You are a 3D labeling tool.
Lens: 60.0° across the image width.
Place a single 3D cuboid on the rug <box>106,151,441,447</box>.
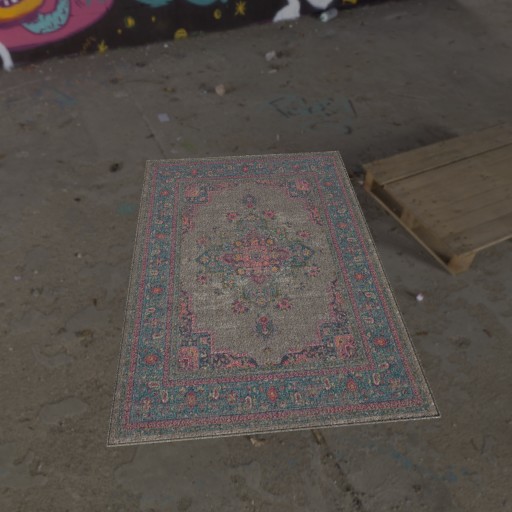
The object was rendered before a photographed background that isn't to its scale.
[{"bbox_3d":[0.000,0.000,3.618,2.005,0.013,2.890,-4,46,-3],"label":"rug"}]
